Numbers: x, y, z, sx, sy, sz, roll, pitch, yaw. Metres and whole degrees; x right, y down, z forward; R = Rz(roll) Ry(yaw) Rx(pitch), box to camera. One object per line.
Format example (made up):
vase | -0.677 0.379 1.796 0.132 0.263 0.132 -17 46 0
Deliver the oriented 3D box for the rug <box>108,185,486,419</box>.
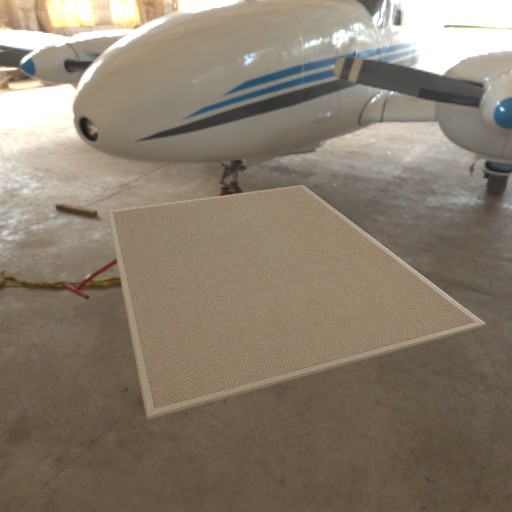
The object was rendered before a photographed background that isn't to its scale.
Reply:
rug | 0.000 0.000 4.057 2.407 0.020 3.051 -10 31 -18
